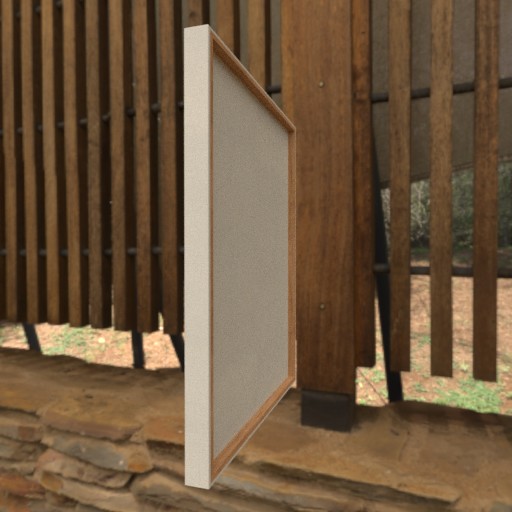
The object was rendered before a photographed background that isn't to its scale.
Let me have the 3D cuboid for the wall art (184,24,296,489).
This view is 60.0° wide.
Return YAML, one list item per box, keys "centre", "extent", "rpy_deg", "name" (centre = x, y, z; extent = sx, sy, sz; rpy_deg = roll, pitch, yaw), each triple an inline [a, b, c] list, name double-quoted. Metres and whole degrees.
- centre: [0.000, 0.000, 0.823]
  extent: [0.037, 0.606, 0.508]
  rpy_deg: [0, 1, 18]
  name: "wall art"
